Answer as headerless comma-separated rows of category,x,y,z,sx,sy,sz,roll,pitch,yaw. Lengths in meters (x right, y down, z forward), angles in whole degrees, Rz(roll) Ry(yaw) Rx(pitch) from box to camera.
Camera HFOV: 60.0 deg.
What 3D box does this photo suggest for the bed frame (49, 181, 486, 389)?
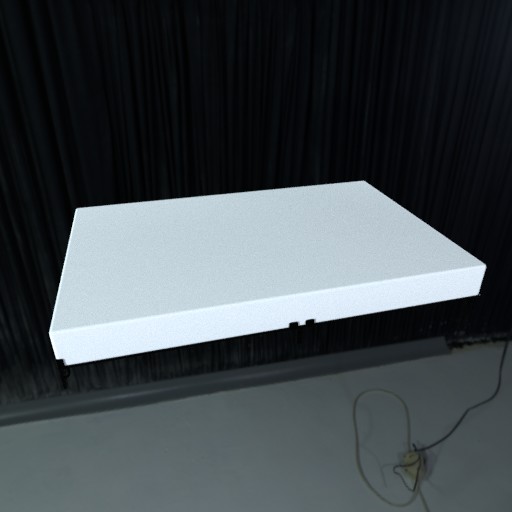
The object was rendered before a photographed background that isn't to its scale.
bed frame,0.000,0.000,3.791,2.987,0.440,1.930,-7,30,-13
